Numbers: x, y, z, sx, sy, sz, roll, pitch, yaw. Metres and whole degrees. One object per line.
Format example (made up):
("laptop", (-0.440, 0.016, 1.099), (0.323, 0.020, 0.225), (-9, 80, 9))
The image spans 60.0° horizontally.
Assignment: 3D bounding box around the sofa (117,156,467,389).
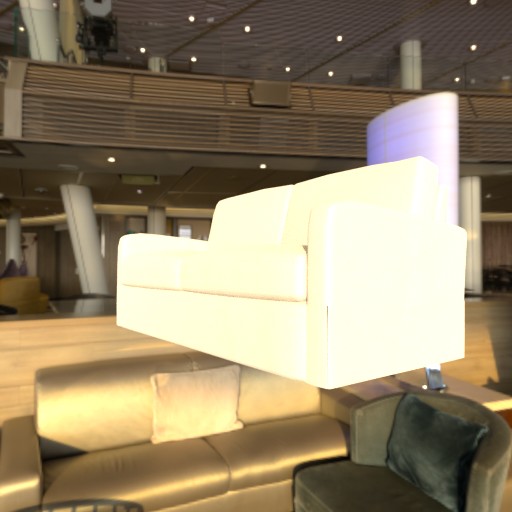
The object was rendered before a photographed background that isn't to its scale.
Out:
("sofa", (0.000, 0.000, 2.274), (0.894, 0.831, 1.808), (1, -2, -37))
